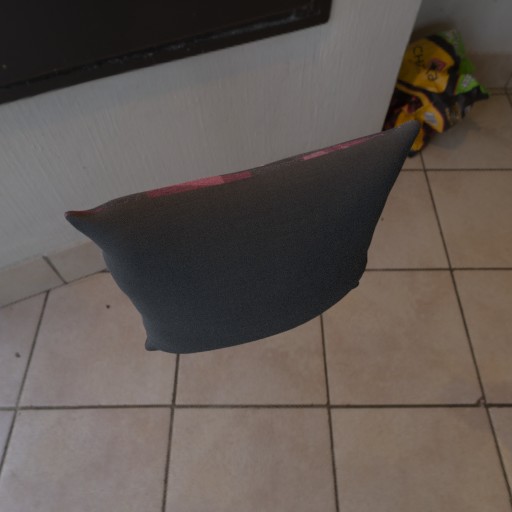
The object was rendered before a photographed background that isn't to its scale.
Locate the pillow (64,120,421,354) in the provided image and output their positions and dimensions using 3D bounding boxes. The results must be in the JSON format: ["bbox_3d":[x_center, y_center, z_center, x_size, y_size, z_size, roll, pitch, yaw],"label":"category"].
[{"bbox_3d":[0.000,0.000,0.788,0.503,0.496,0.208,-16,60,-10],"label":"pillow"}]
